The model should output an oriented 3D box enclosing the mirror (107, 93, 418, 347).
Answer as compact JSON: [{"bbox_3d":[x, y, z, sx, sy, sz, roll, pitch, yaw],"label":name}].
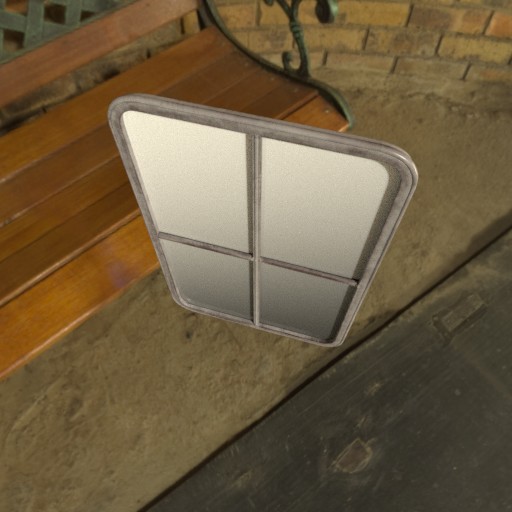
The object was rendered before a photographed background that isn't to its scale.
[{"bbox_3d":[0.000,0.000,0.896,0.461,0.713,0.024,14,60,8],"label":"mirror"}]
